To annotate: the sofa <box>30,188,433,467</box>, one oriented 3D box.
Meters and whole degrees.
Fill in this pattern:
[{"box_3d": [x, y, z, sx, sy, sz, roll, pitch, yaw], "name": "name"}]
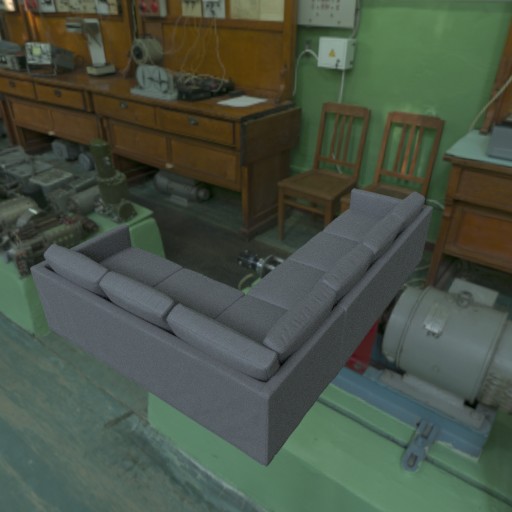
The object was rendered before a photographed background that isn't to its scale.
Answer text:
[{"box_3d": [0.000, 0.000, 4.358, 2.432, 0.871, 3.182, 20, 37, 29], "name": "sofa"}]
